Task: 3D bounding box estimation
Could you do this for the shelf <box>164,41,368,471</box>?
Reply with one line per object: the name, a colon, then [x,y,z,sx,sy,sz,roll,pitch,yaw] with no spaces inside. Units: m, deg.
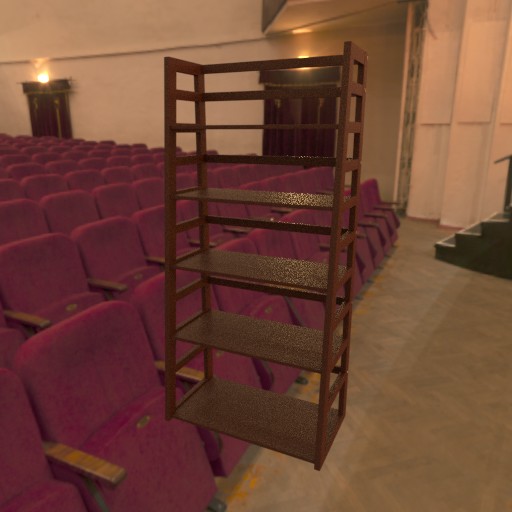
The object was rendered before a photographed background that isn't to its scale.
shelf: [0.000,0.000,1.893,0.763,1.600,0.403,7,17,25]
